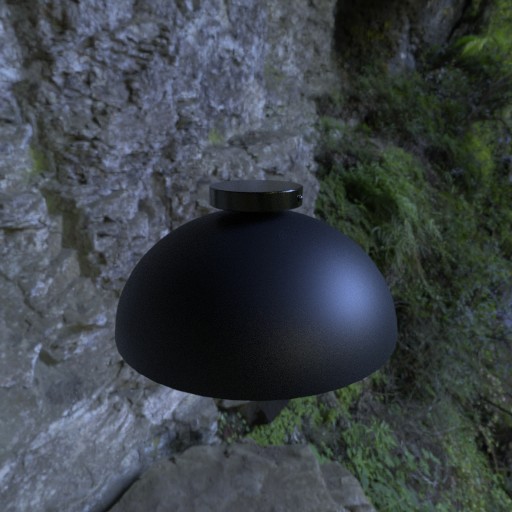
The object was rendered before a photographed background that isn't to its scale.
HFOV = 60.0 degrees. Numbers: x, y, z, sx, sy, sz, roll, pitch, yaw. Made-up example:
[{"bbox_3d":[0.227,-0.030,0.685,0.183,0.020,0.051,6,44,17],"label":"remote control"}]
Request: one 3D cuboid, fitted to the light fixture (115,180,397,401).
[{"bbox_3d":[0.000,0.000,0.558,0.355,0.177,0.355,0,17,0],"label":"light fixture"}]
